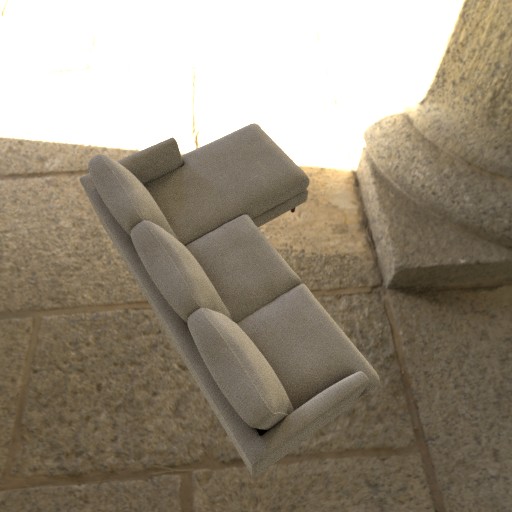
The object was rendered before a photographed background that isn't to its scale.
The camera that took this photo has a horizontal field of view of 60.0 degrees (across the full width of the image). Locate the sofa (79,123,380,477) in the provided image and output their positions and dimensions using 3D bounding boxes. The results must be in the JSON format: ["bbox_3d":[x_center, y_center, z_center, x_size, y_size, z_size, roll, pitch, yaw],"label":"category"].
[{"bbox_3d":[0.000,0.000,3.016,1.504,0.956,2.233,-30,63,-17],"label":"sofa"}]
